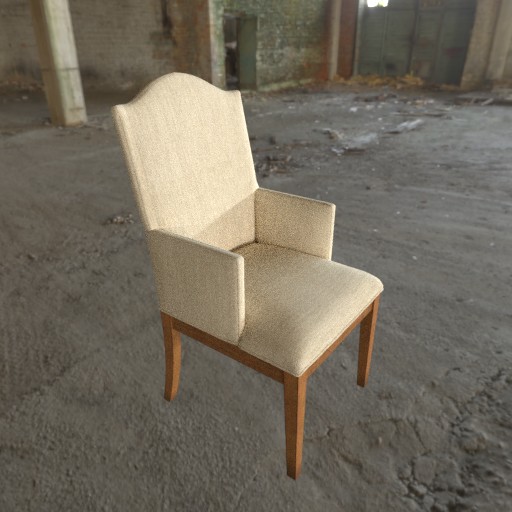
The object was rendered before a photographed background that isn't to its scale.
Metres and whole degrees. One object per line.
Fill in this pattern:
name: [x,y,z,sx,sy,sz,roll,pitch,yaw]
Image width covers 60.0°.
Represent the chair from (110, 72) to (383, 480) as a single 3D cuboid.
chair: [0.000,0.000,1.352,0.641,1.016,0.533,18,31,32]
